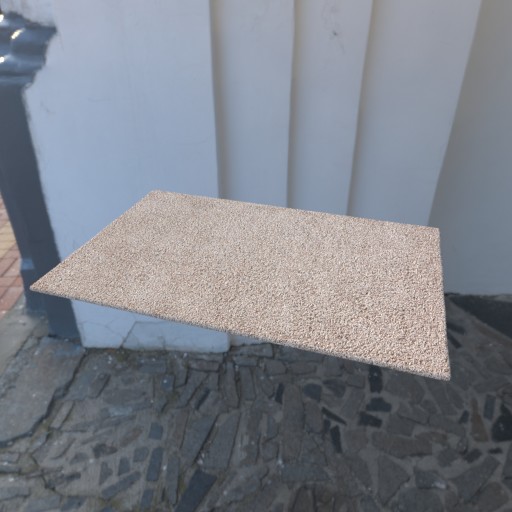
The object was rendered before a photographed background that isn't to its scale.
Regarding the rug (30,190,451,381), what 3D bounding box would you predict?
[{"bbox_3d":[0.000,0.000,3.434,2.743,0.030,1.778,10,33,15],"label":"rug"}]
